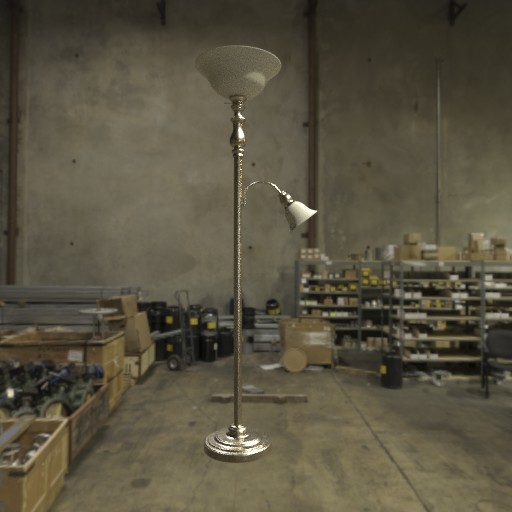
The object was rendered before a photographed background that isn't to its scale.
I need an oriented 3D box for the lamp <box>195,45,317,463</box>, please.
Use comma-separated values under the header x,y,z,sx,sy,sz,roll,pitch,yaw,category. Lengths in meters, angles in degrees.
x,y,z,sx,sy,sz,roll,pitch,yaw,category
0.000,0.000,2.076,0.575,1.785,0.405,0,-1,-1,lamp
